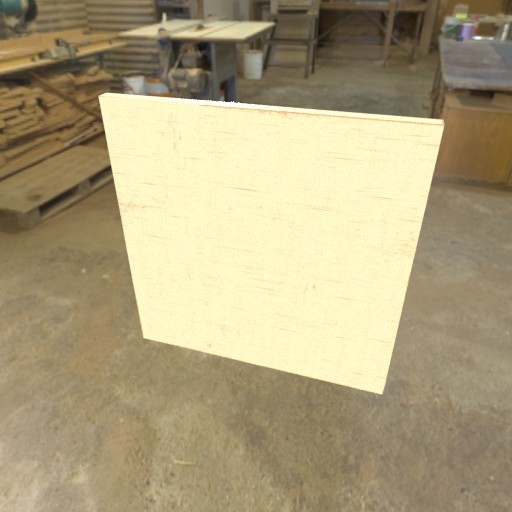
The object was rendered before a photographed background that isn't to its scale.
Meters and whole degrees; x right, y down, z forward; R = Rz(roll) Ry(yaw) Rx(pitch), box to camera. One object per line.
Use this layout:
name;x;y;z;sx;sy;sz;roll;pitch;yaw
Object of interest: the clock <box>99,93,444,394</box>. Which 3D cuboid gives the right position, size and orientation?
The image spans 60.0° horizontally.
clock;0.000;0.000;1.071;0.705;0.705;0.032;10;34;15
